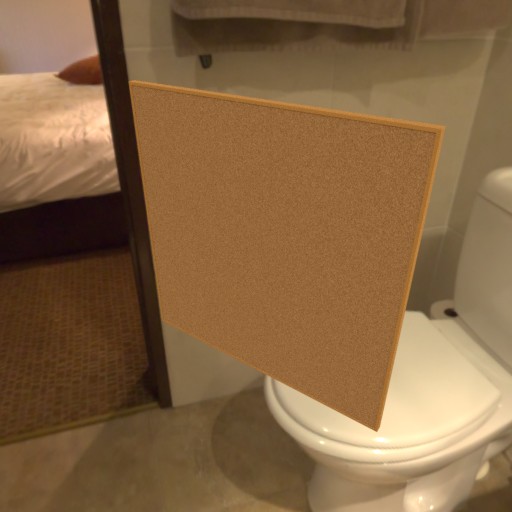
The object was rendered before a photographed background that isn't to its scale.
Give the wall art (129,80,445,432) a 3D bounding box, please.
[{"bbox_3d":[0.000,0.000,0.669,0.457,0.455,0.013,20,36,30],"label":"wall art"}]
